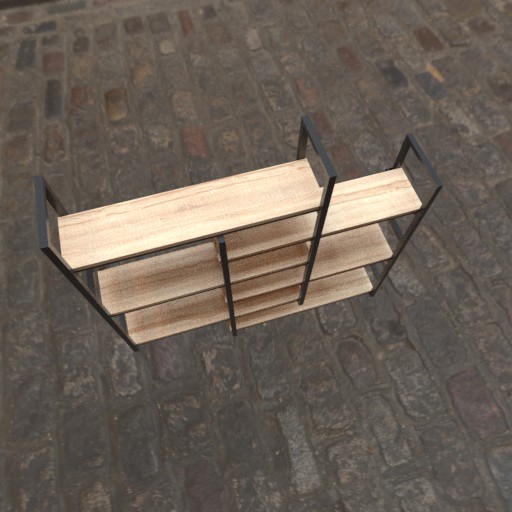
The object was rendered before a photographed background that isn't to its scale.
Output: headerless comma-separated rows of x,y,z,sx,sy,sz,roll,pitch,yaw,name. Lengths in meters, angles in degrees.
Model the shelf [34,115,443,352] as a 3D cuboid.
0.000,0.000,1.377,0.946,0.921,0.183,-15,64,-8,shelf
